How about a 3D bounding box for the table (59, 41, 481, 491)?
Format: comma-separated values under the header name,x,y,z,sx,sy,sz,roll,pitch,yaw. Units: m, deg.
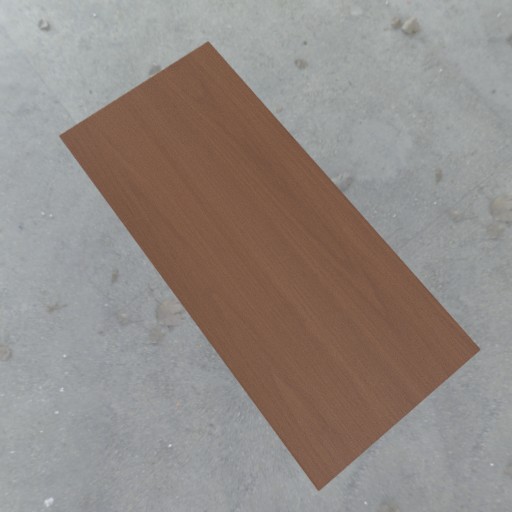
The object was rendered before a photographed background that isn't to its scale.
name,x,y,z,sx,sy,sz,roll,pitch,yaw
table,0.000,0.000,1.316,0.500,0.400,1.100,-37,78,-9
